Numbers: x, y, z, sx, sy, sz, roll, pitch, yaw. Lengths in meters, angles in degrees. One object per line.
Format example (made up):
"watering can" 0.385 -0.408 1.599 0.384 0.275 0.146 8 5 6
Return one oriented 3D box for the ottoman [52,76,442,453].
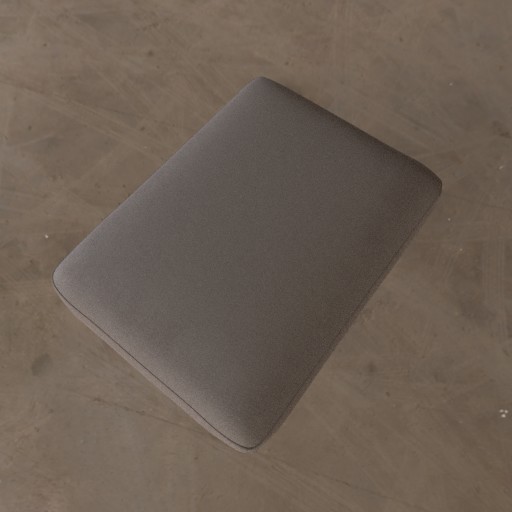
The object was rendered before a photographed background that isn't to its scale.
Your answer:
"ottoman" 0.000 0.000 1.177 0.608 0.449 0.811 35 71 15
